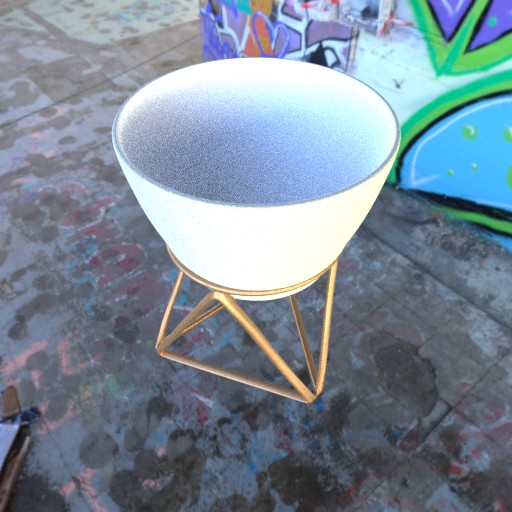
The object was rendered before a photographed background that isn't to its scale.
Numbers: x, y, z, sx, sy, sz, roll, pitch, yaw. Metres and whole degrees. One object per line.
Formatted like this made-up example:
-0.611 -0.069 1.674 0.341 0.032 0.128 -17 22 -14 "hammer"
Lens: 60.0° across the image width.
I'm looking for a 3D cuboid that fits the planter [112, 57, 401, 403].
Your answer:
0.000 0.000 0.730 0.350 0.504 0.350 -31 54 -26 "planter"
